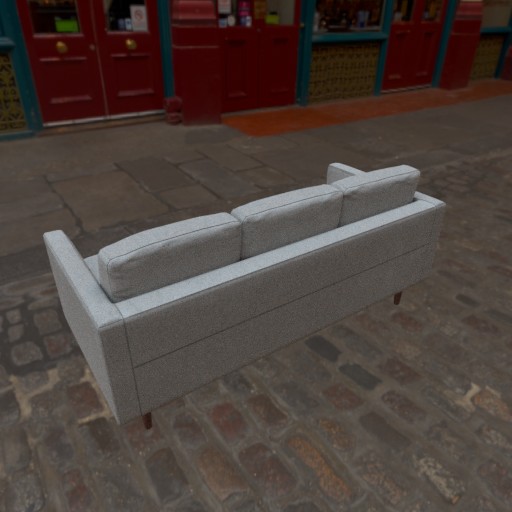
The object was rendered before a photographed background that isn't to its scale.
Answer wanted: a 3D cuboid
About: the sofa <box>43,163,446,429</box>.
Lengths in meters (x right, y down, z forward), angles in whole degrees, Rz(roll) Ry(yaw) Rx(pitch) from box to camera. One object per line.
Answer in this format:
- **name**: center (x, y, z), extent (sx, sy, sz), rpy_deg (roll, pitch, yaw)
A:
- **sofa**: center (0.000, 0.000, 2.492), extent (1.983, 0.918, 0.944), rpy_deg (-19, 35, -29)
